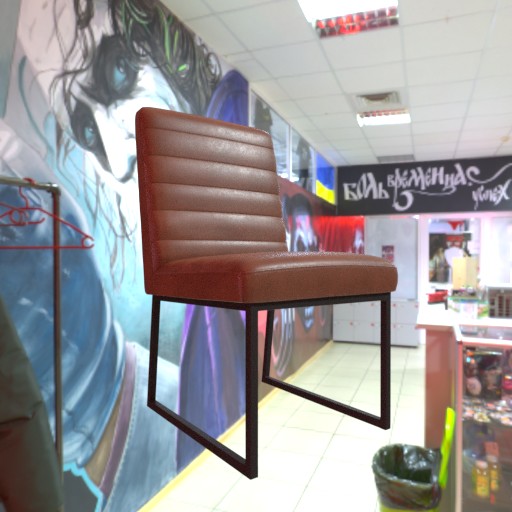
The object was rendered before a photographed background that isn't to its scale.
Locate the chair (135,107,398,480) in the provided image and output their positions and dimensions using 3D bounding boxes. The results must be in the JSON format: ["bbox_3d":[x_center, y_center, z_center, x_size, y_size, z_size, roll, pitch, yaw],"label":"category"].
[{"bbox_3d":[0.000,0.000,1.297,0.520,0.930,0.634,0,0,-36],"label":"chair"}]
